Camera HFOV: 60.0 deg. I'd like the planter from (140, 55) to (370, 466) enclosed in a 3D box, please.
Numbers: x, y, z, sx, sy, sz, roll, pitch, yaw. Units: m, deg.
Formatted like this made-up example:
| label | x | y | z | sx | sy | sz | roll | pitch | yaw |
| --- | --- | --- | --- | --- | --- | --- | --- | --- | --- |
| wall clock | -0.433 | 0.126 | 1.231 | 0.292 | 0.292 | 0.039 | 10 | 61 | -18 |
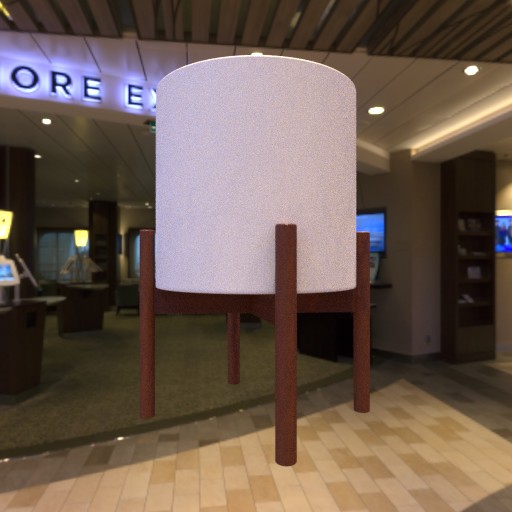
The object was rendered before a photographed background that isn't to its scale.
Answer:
| label | x | y | z | sx | sy | sz | roll | pitch | yaw |
| --- | --- | --- | --- | --- | --- | --- | --- | --- | --- |
| planter | 0.000 | 0.000 | 0.947 | 0.417 | 0.670 | 0.417 | 0 | 0 | 36 |
